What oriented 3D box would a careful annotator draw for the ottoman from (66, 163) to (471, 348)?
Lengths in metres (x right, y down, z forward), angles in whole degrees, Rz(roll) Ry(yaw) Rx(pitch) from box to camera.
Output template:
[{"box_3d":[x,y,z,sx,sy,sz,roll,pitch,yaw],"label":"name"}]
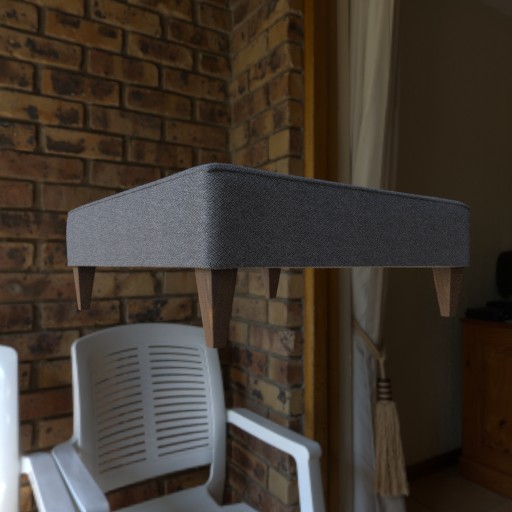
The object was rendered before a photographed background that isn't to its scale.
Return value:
[{"box_3d":[0.000,0.000,1.478,0.970,0.378,0.981,1,-1,-37],"label":"ottoman"}]
